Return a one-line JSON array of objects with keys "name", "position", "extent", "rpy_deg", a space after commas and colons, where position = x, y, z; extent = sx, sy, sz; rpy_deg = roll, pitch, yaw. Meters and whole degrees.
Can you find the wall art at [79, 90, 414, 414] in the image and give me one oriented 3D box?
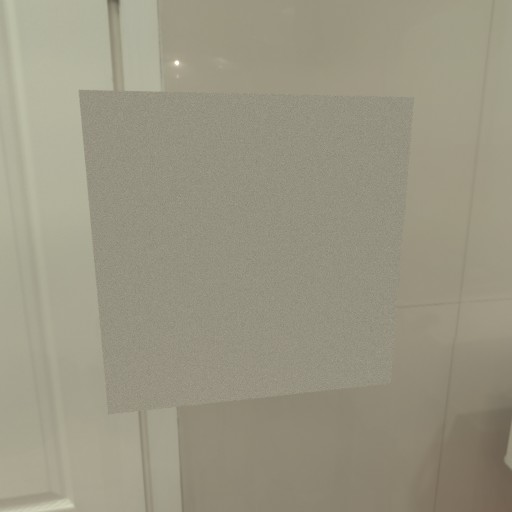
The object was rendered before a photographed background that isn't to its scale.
[{"name": "wall art", "position": [0.000, 0.000, 0.517], "extent": [0.355, 0.355, 0.027], "rpy_deg": [-3, 14, -11]}]
